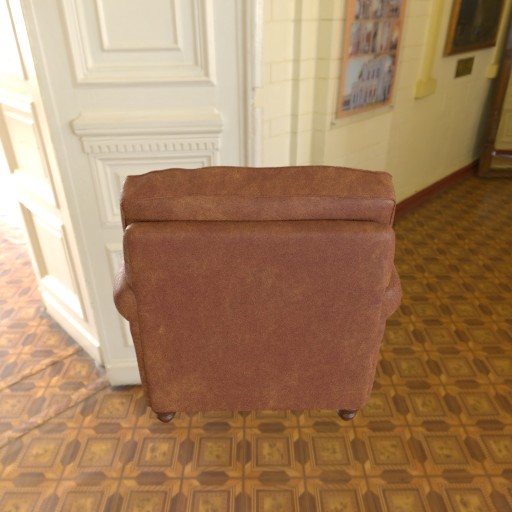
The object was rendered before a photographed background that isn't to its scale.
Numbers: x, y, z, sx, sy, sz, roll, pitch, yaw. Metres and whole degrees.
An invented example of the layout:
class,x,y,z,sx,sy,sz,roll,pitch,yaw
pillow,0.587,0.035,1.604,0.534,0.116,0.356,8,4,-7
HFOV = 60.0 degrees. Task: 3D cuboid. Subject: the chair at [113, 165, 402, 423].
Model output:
class,x,y,z,sx,sy,sz,roll,pitch,yaw
chair,0.000,0.000,1.833,0.983,0.962,0.986,0,30,-1
